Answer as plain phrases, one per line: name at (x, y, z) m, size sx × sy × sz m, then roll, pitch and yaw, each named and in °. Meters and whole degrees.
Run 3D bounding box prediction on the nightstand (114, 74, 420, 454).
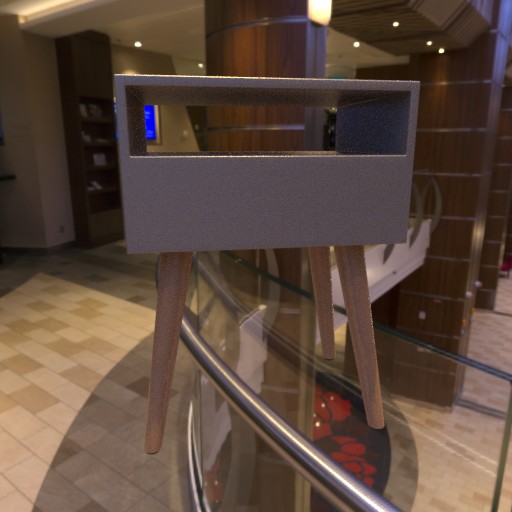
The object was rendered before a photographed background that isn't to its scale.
nightstand at (0.000, 0.000, 0.725) m, size 0.370 × 0.508 × 0.288 m, roll -2°, pitch 15°, yaw -9°
